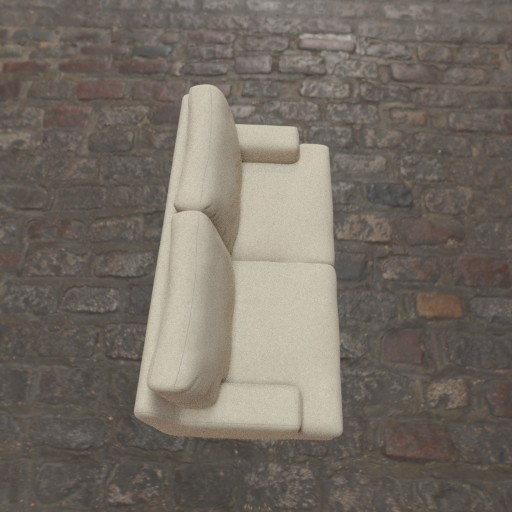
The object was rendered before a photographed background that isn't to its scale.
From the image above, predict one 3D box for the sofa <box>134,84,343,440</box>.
[{"bbox_3d":[0.000,0.000,2.522,0.962,0.967,1.885,2,63,1],"label":"sofa"}]
